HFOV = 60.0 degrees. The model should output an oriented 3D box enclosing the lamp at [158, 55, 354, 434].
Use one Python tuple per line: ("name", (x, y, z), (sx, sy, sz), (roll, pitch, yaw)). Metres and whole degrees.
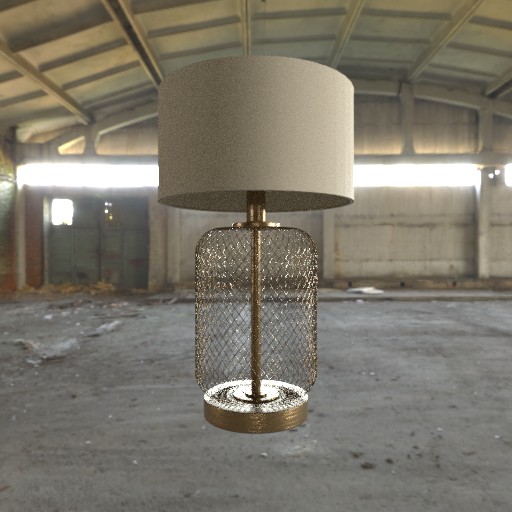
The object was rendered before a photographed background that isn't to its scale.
("lamp", (0.000, 0.000, 0.814), (0.353, 0.578, 0.353), (0, 0, 0))
